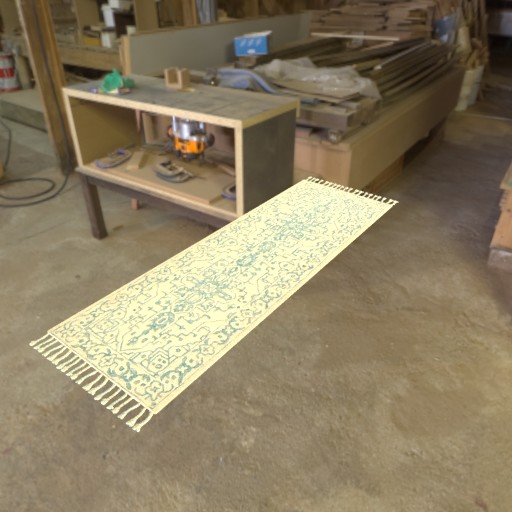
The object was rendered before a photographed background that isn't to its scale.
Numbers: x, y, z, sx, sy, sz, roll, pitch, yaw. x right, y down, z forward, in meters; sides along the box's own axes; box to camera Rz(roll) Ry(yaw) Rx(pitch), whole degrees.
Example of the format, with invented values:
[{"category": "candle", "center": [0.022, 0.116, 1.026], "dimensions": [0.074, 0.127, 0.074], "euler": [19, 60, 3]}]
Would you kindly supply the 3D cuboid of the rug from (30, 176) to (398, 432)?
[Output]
[{"category": "rug", "center": [0.000, 0.000, 2.653], "dimensions": [0.774, 0.011, 2.449], "euler": [23, 39, 31]}]
